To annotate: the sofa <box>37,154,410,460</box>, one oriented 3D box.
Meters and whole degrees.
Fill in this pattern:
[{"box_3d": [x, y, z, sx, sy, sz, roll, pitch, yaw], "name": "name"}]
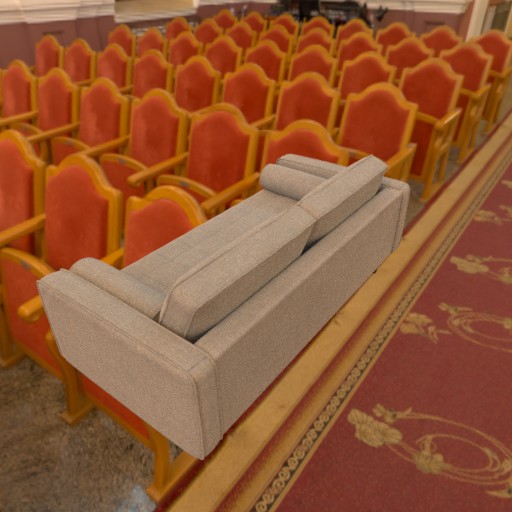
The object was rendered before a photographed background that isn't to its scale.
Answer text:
[{"box_3d": [0.000, 0.000, 2.311, 0.914, 0.762, 1.879, 22, 39, 30], "name": "sofa"}]
